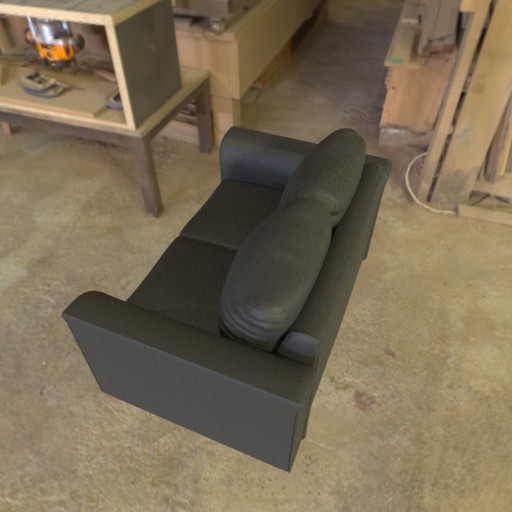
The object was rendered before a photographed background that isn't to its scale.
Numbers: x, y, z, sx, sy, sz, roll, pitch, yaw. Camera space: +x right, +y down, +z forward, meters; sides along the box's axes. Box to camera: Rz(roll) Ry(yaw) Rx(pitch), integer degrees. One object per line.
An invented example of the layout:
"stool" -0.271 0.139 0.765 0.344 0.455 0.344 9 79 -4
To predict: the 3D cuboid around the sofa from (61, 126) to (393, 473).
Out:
"sofa" 0.000 0.000 1.980 0.887 0.845 1.386 17 48 16
